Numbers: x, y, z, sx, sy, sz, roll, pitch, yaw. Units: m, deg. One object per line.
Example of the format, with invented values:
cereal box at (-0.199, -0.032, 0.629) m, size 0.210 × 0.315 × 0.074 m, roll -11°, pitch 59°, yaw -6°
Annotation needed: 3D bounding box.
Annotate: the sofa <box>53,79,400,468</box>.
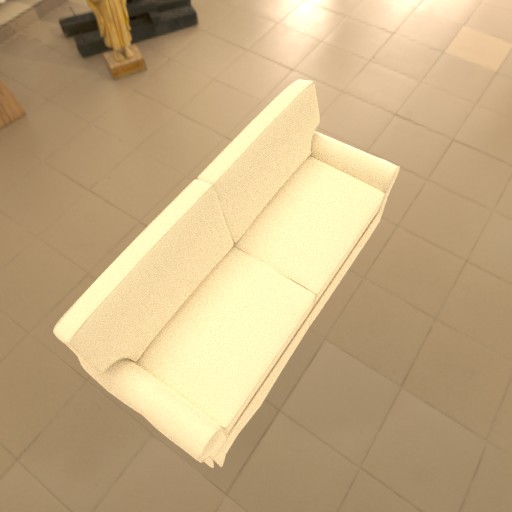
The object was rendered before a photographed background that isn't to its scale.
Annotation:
sofa at (0.000, 0.000, 2.480) m, size 0.862 × 0.937 × 2.021 m, roll 30°, pitch 64°, yaw 17°
